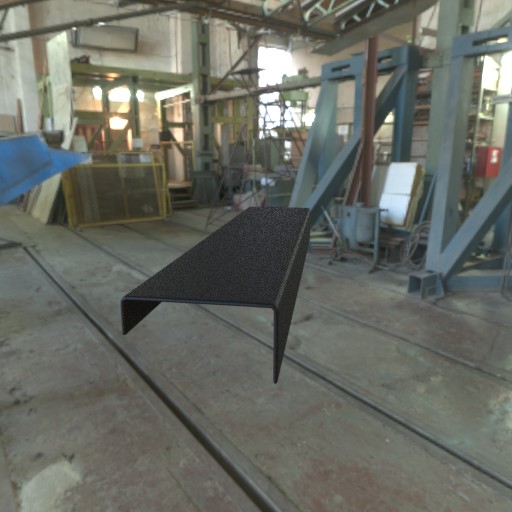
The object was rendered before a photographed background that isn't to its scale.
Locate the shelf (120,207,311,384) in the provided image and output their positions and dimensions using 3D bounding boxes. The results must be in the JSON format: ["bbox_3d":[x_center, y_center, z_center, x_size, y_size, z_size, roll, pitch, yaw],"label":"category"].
[{"bbox_3d":[0.000,0.000,0.497,0.102,0.053,0.456,2,14,9],"label":"shelf"}]
